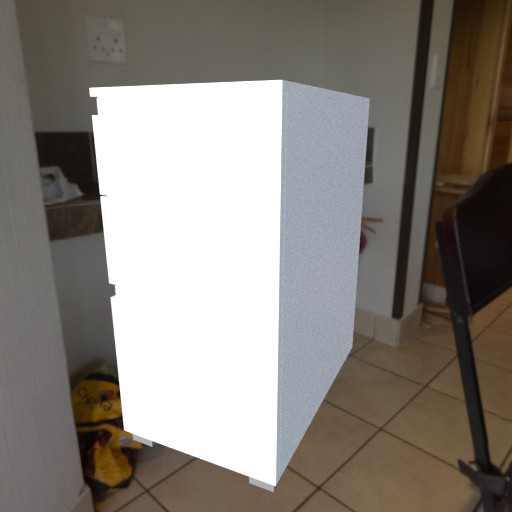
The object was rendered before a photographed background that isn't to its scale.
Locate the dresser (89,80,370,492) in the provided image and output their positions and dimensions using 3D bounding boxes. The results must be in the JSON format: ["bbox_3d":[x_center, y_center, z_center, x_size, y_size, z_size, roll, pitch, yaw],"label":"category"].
[{"bbox_3d":[0.000,0.000,1.165,0.400,0.800,0.650,8,19,24],"label":"dresser"}]
